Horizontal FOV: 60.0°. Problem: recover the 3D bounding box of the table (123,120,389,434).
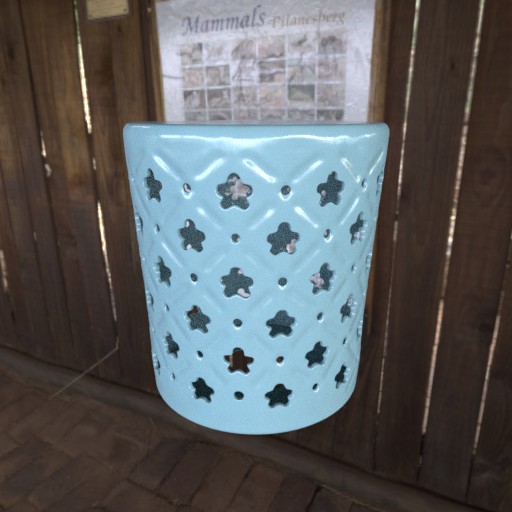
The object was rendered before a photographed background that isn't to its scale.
[{"bbox_3d":[0.000,0.000,0.659,0.352,0.387,0.352,0,18,0],"label":"table"}]
